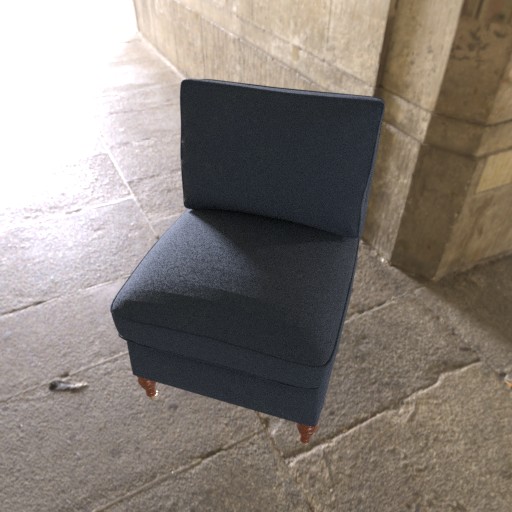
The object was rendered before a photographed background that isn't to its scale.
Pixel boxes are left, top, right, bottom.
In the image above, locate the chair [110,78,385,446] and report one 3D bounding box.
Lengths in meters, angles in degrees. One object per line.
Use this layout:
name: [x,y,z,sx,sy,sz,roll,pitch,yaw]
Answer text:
chair: [0.000,0.000,1.627,0.724,1.052,0.912,12,42,13]
